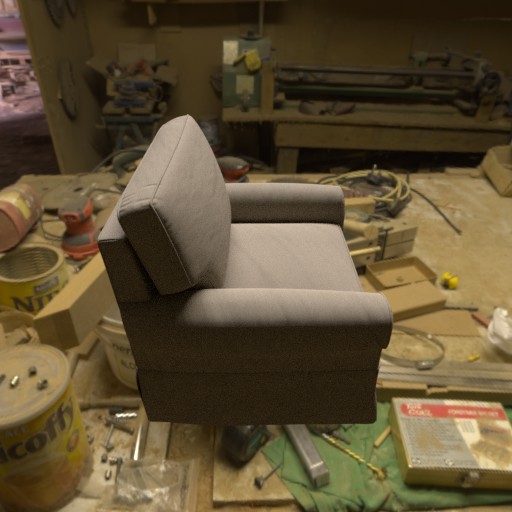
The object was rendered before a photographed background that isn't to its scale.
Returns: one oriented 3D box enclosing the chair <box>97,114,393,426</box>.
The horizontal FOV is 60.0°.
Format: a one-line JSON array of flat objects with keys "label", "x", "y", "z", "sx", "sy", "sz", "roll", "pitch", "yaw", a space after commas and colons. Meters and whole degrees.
[{"label": "chair", "x": 0.000, "y": 0.000, "z": 1.935, "sx": 0.988, "sy": 1.017, "sz": 1.135, "roll": 0, "pitch": 33, "yaw": -1}]
